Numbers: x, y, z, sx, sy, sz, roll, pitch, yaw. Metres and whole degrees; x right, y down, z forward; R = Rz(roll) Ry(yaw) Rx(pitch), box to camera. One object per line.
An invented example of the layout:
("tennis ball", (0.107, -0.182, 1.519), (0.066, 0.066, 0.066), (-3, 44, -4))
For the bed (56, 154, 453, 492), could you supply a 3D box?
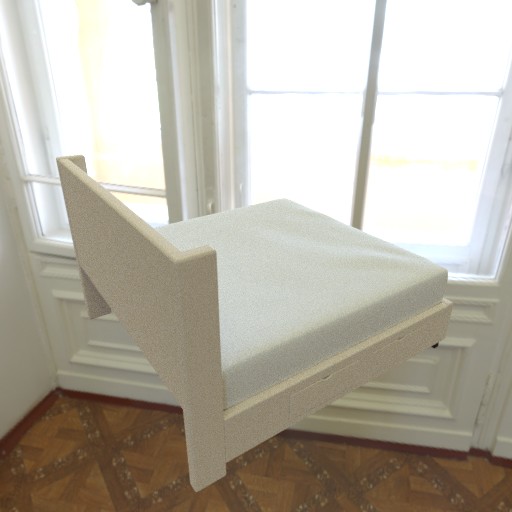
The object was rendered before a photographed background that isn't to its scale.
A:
("bed", (0.000, 0.000, 3.525), (2.293, 1.471, 2.145), (-17, 31, -30))
